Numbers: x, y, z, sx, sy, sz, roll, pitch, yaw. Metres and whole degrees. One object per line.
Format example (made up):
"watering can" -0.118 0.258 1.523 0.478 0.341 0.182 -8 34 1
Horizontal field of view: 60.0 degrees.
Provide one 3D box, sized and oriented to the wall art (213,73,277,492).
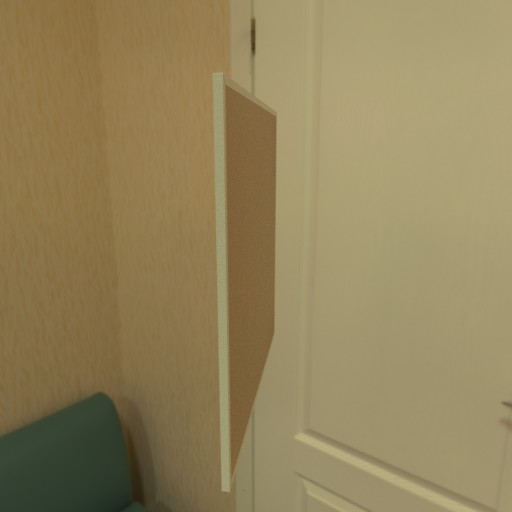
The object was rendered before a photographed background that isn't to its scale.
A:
"wall art" 0.000 0.000 0.833 0.012 0.557 0.557 2 14 9
